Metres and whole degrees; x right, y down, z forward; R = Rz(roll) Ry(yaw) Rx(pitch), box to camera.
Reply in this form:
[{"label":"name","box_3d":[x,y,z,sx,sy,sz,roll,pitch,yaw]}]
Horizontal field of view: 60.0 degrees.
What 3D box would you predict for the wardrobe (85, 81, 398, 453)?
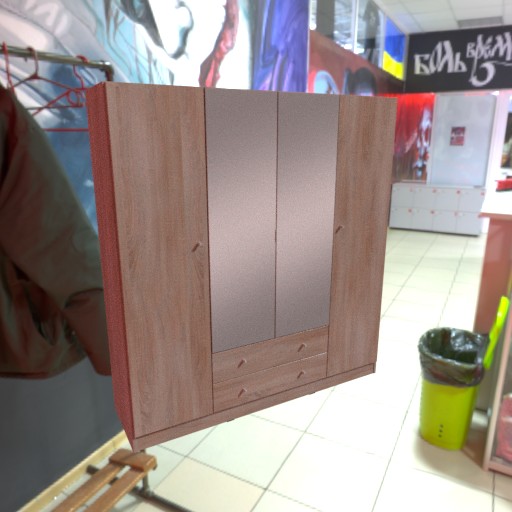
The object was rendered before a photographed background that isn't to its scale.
[{"label":"wardrobe","box_3d":[0.000,0.000,3.133,1.998,2.159,0.598,-8,17,-28]}]
